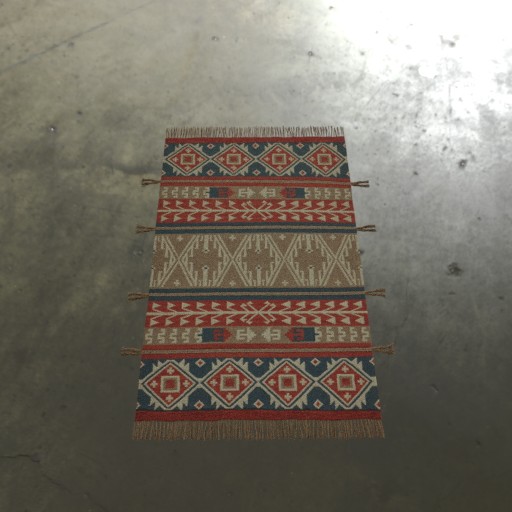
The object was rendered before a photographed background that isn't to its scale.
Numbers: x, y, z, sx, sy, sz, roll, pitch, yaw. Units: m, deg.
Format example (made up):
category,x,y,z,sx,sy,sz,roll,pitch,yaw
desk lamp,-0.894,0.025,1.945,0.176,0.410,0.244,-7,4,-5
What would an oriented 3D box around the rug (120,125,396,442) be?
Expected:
category,x,y,z,sx,sy,sz,roll,pitch,yaw
rug,0.000,0.000,3.157,1.778,0.048,2.450,0,63,0
